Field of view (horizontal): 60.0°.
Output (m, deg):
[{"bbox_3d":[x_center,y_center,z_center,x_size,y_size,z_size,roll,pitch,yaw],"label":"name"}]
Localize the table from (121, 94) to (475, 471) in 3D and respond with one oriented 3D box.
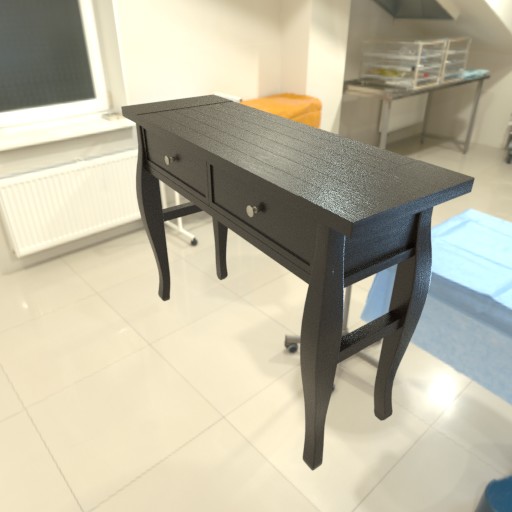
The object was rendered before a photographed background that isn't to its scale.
[{"bbox_3d":[0.000,0.000,1.393,0.373,0.768,1.062,-20,36,-30],"label":"table"}]
